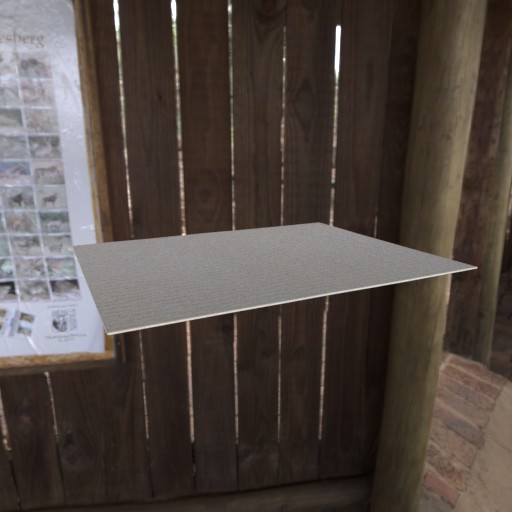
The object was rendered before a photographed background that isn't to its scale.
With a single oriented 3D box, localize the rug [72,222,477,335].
[{"bbox_3d":[0.000,0.000,4.191,3.055,0.021,2.410,-7,16,-25],"label":"rug"}]
